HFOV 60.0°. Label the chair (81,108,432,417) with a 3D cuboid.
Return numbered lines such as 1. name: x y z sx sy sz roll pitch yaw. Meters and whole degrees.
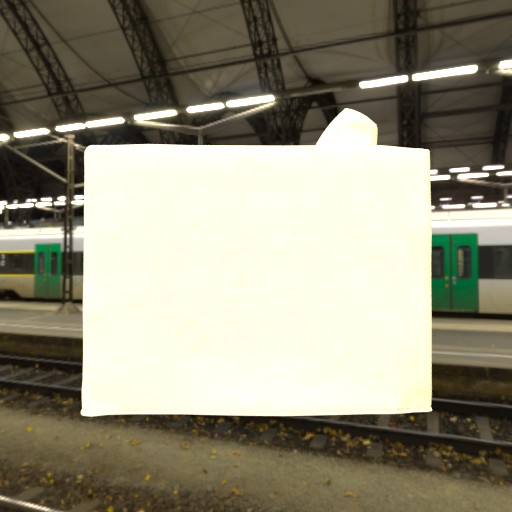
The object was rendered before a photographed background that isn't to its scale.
1. chair: 0.000 0.000 1.668 0.947 0.851 1.057 0 -1 0
